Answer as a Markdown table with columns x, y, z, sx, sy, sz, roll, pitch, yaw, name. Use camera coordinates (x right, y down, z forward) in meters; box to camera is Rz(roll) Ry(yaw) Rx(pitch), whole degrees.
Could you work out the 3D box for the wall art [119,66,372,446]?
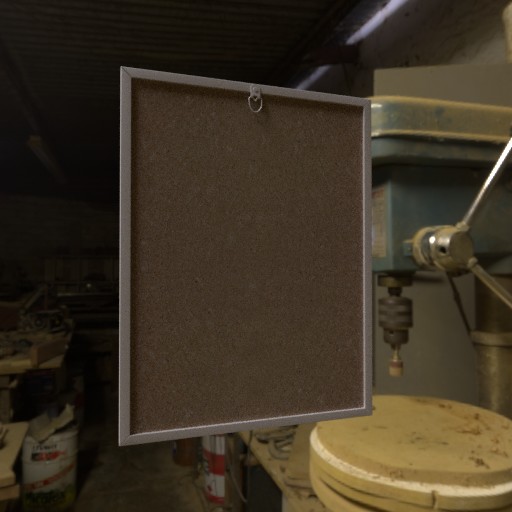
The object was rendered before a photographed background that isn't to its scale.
| x | y | z | sx | sy | sz | roll | pitch | yaw | name |
| --- | --- | --- | --- | --- | --- | --- | --- | --- | --- |
| 0.000 | 0.000 | 1.372 | 0.805 | 1.056 | 0.042 | 0 | -1 | -18 | wall art |
